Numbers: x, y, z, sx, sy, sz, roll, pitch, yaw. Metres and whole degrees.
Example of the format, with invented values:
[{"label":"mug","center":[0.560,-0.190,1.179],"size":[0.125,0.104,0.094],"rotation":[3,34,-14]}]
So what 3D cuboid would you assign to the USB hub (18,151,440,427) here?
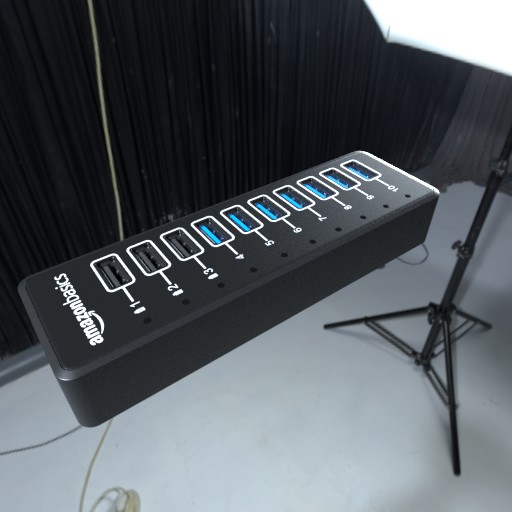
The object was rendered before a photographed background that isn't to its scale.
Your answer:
[{"label":"USB hub","center":[0.000,0.000,0.157],"size":[0.145,0.023,0.044],"rotation":[-25,46,-26]}]
